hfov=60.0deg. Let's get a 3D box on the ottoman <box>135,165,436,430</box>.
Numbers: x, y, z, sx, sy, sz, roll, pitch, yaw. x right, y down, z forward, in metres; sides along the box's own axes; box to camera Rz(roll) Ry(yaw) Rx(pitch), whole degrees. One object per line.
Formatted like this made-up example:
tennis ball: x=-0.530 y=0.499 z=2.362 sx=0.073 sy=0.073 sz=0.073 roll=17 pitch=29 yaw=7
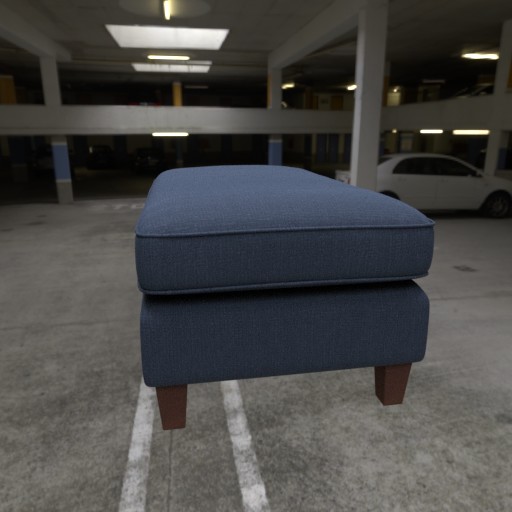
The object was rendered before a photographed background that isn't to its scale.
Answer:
ottoman: x=0.000 y=0.000 z=1.199 sx=0.570 sy=0.438 sz=0.885 roll=-3 pitch=16 yaw=-10
